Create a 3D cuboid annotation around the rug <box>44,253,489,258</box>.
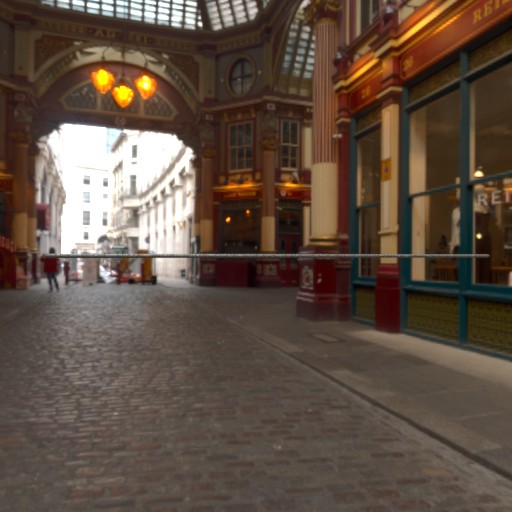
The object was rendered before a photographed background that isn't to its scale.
[{"bbox_3d":[0.000,0.000,2.176,1.748,0.014,1.144,0,0,-18],"label":"rug"}]
